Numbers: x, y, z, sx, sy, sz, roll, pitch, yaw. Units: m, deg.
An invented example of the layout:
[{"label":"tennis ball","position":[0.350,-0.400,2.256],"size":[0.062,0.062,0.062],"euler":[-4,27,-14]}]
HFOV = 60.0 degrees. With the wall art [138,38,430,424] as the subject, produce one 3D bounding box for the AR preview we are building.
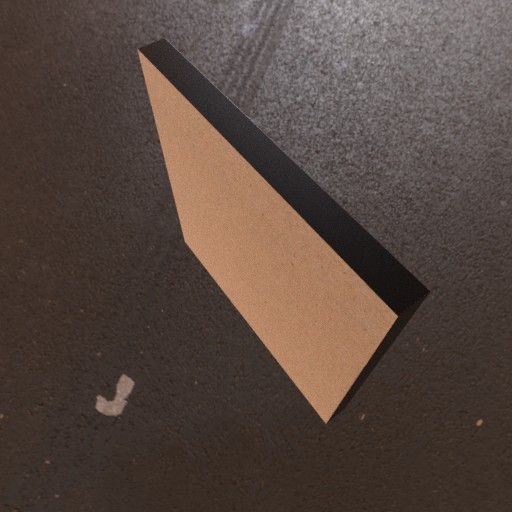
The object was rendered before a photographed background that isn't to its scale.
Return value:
[{"label":"wall art","position":[0.000,0.000,0.474],"size":[0.029,0.318,0.327],"euler":[-32,64,-18]}]
